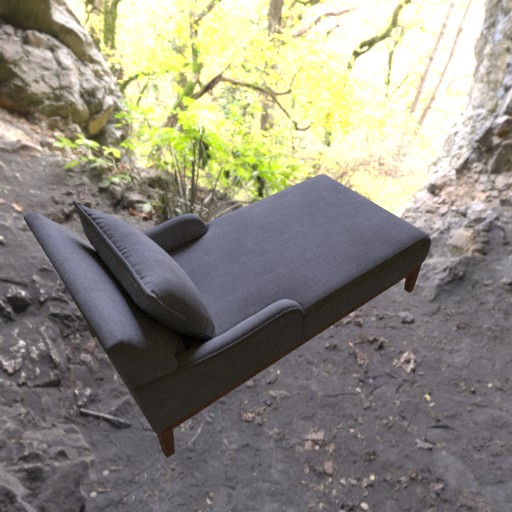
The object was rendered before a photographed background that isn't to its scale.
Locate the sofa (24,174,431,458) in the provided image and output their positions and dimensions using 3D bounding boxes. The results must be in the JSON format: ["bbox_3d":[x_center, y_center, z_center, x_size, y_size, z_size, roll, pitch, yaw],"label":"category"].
[{"bbox_3d":[0.000,0.000,2.241,1.779,0.859,0.894,-26,47,-27],"label":"sofa"}]
